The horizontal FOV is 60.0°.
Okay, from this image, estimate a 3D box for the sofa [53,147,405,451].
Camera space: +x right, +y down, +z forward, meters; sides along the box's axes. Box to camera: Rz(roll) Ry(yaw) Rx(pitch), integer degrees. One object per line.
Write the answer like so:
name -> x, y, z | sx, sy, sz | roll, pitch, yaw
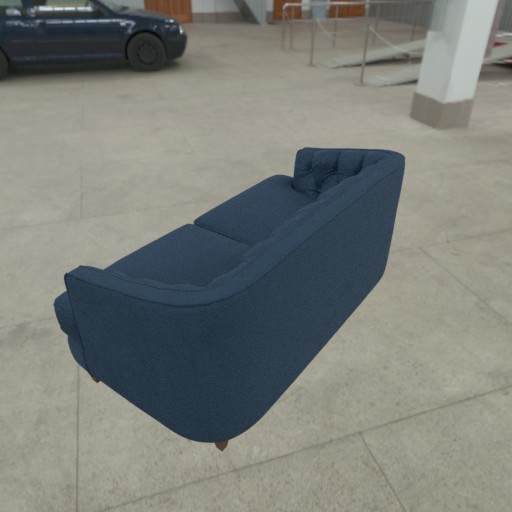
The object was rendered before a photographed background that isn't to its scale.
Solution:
sofa -> 0.000, 0.000, 2.237 | 0.941, 0.854, 1.733 | 22, 39, 30
